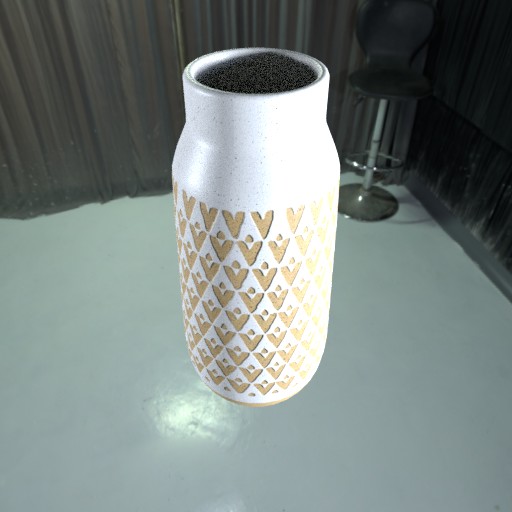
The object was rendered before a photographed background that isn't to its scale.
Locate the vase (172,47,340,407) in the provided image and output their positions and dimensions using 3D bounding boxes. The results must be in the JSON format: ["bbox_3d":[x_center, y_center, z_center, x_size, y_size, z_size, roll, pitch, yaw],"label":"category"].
[{"bbox_3d":[0.000,0.000,0.374,0.137,0.307,0.137,0,41,0],"label":"vase"}]
